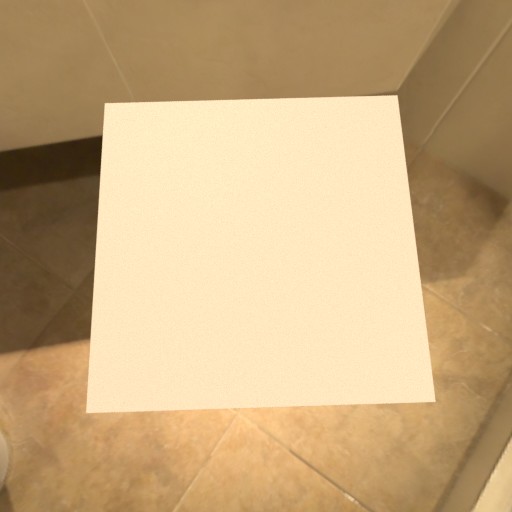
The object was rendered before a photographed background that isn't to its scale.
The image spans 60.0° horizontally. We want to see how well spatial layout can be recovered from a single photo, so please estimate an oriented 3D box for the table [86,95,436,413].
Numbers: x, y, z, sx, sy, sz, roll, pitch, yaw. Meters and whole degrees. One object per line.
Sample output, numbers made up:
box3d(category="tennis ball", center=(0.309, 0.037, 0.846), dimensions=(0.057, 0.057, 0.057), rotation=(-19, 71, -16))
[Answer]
box3d(category="table", center=(0.000, 0.000, 1.113), dimensions=(0.700, 0.289, 0.700), rotation=(-2, 76, 0))
